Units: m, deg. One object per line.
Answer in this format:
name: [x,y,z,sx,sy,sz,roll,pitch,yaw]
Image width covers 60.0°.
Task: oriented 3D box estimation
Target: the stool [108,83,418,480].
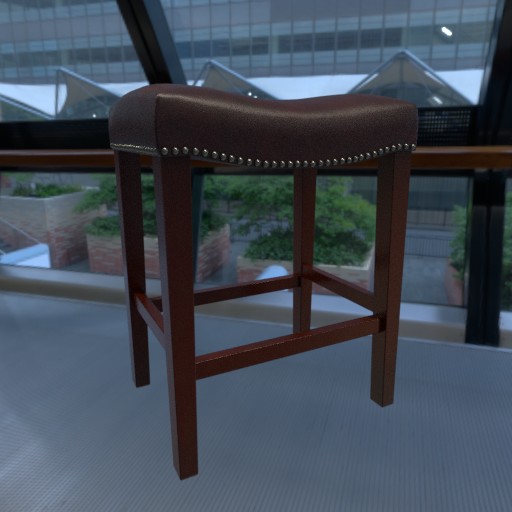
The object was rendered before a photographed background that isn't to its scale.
stool: [0.000,0.000,0.940,0.504,0.657,0.372,-8,17,-26]
